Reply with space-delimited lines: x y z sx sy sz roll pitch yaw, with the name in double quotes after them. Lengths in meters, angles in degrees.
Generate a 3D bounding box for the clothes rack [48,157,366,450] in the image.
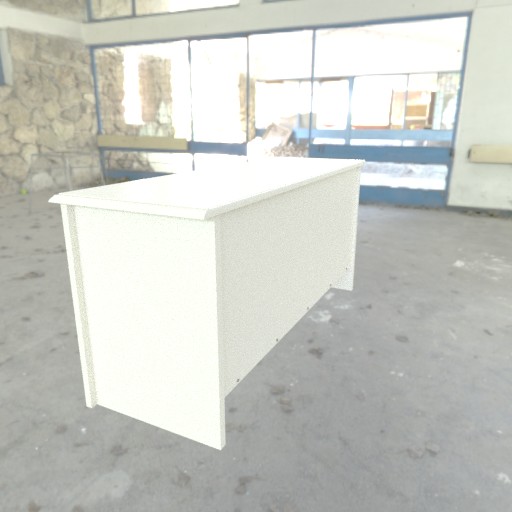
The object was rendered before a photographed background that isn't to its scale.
0.000 0.000 1.480 0.405 0.558 1.218 8 19 26 "clothes rack"
